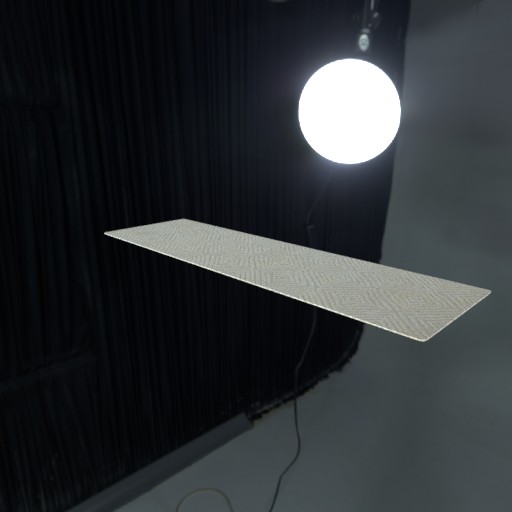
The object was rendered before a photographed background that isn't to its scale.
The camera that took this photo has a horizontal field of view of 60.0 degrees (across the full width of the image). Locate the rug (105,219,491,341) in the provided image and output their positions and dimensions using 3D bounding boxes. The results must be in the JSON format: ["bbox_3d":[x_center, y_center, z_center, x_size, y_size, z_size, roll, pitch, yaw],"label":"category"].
[{"bbox_3d":[0.000,0.000,2.503,2.277,0.008,0.676,15,22,43],"label":"rug"}]
